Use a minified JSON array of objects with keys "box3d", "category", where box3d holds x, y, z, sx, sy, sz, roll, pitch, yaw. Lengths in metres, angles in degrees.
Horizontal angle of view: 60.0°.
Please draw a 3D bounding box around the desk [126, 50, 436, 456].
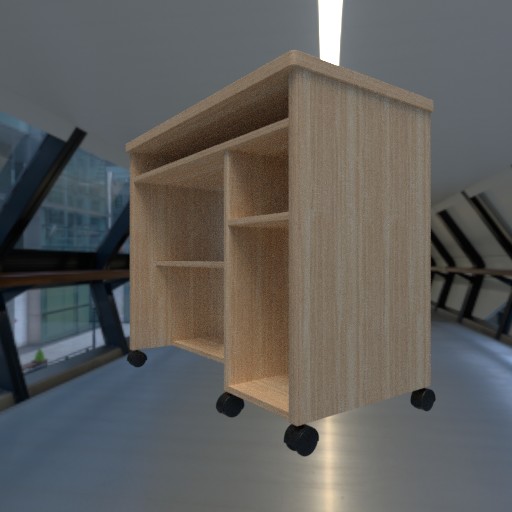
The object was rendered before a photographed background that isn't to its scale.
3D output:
[{"box3d":[0.000,0.000,1.322,0.480,0.770,0.884,0,0,-36],"category":"desk"}]
